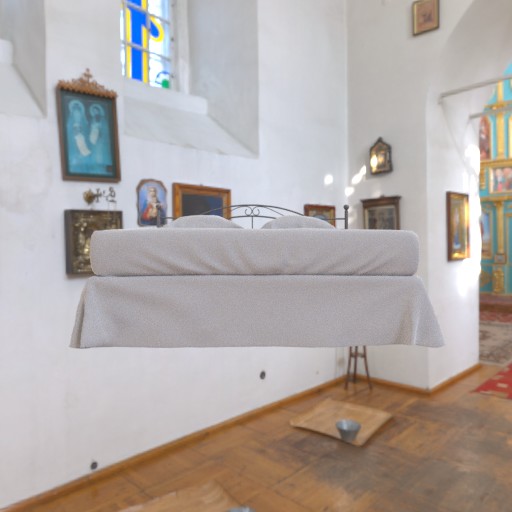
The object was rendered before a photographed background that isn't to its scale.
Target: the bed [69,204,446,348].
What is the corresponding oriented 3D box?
[{"bbox_3d":[0.000,0.000,3.601,2.309,1.080,2.220,0,0,-1],"label":"bed"}]
